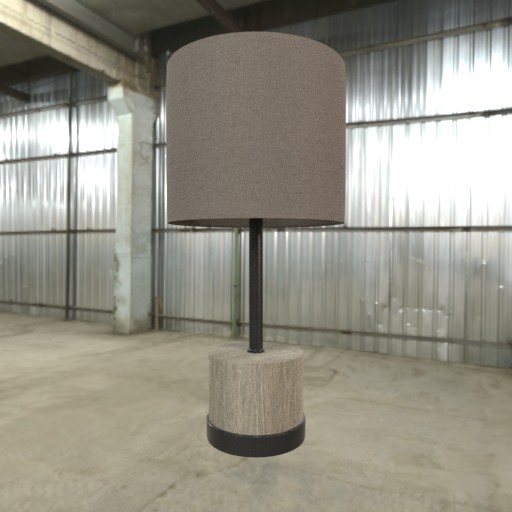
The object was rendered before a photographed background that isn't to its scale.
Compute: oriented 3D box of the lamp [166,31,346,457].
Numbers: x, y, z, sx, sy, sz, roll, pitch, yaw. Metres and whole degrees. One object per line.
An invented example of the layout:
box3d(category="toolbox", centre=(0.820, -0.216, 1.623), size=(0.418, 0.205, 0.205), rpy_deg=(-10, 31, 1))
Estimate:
box3d(category="lamp", centre=(0.000, 0.000, 0.577), size=(0.229, 0.470, 0.229), rpy_deg=(-1, 1, -36))
